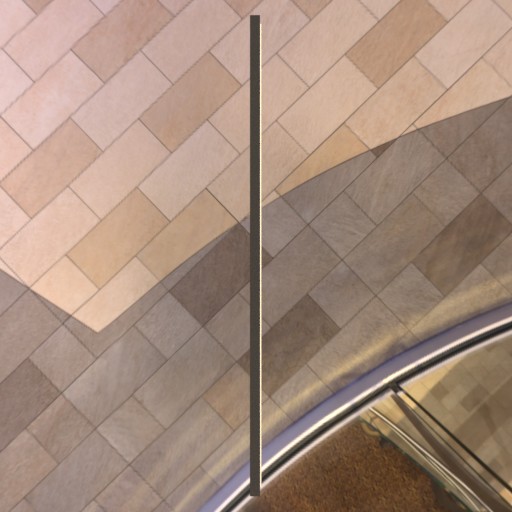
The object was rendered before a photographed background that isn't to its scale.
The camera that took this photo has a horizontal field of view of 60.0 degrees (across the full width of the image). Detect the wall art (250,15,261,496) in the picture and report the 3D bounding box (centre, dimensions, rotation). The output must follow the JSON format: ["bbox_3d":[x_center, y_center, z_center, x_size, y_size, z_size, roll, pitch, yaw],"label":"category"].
[{"bbox_3d":[0.000,0.000,1.497,0.028,0.805,1.190,0,90,0],"label":"wall art"}]
